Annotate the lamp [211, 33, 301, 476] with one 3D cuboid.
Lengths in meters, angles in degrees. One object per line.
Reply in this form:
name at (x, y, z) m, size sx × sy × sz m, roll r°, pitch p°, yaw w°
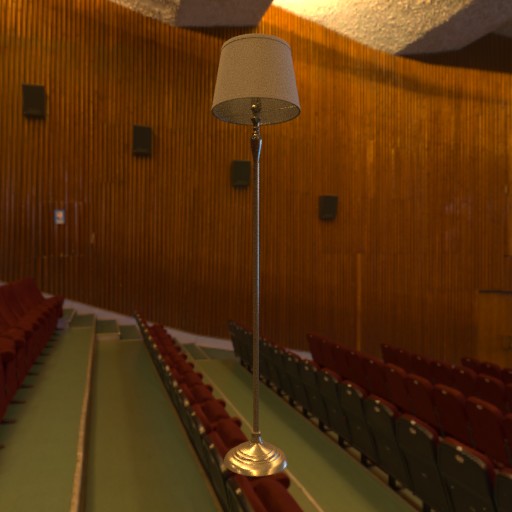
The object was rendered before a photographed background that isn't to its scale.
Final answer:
lamp at (0.000, 0.000, 1.629) m, size 0.327 × 1.506 × 0.327 m, roll 0°, pitch 0°, yaw -20°
